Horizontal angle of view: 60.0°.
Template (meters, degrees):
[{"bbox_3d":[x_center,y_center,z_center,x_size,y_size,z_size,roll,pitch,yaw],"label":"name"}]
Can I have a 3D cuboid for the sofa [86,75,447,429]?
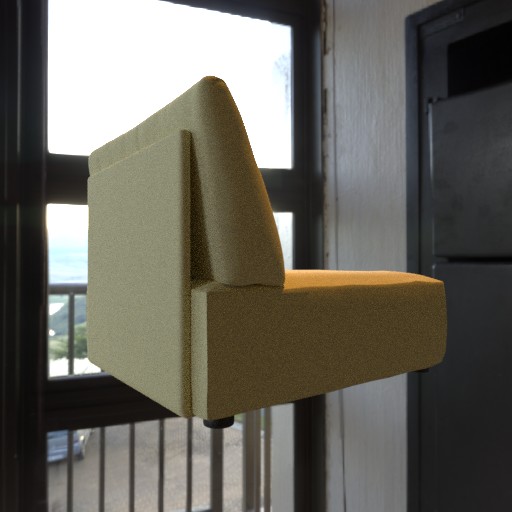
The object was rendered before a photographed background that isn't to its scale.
[{"bbox_3d":[0.000,0.000,1.637,1.000,0.820,0.930,1,-1,-37],"label":"sofa"}]
